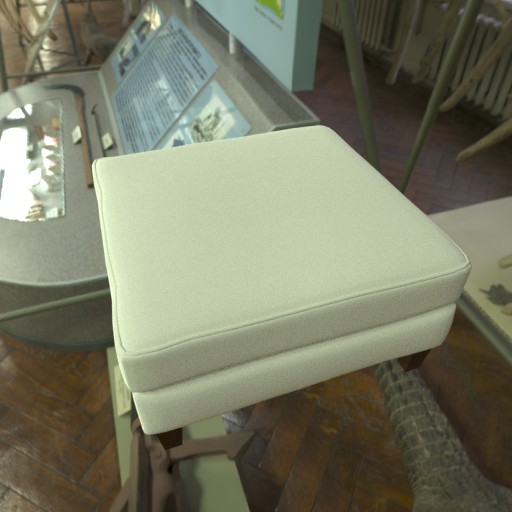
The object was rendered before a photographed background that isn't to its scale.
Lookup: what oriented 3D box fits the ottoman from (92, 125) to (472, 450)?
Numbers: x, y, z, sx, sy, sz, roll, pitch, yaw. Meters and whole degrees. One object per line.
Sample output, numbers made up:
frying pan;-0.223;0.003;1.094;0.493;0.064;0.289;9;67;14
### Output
ottoman;0.000;0.000;1.342;0.838;0.479;0.838;-13;43;-14
